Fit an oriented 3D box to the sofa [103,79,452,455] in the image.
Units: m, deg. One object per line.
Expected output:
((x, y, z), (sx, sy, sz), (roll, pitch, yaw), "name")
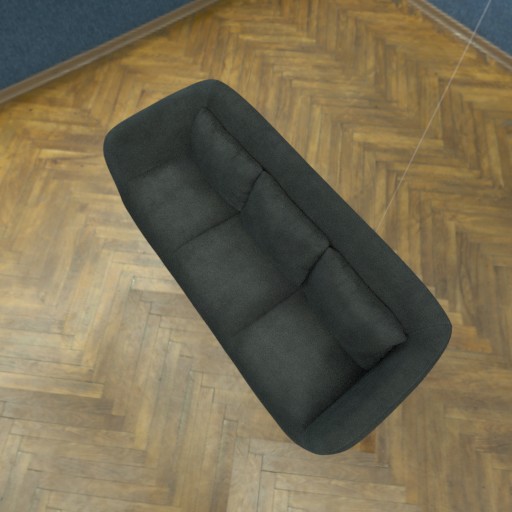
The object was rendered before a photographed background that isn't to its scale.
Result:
((0.000, 0.000, 2.735), (0.956, 0.875, 2.296), (-33, 68, -15), "sofa")
